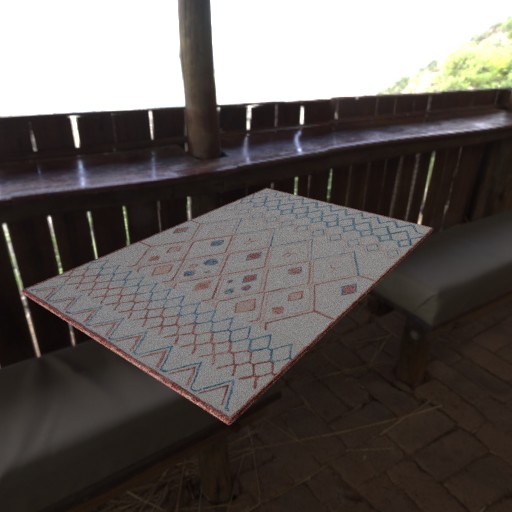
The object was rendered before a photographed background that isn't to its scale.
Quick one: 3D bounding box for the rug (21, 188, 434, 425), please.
[{"bbox_3d":[0.000,0.000,2.275,1.219,0.016,1.829,19,33,33],"label":"rug"}]
